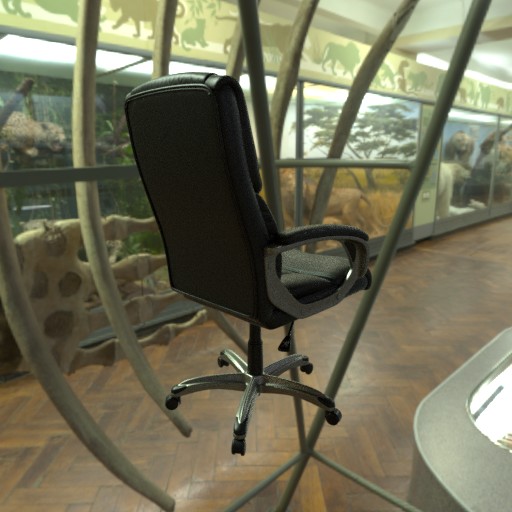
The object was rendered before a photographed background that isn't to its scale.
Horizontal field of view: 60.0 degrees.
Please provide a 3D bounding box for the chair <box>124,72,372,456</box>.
[{"bbox_3d":[0.000,0.000,1.599,0.739,1.155,0.663,-13,18,-43],"label":"chair"}]
